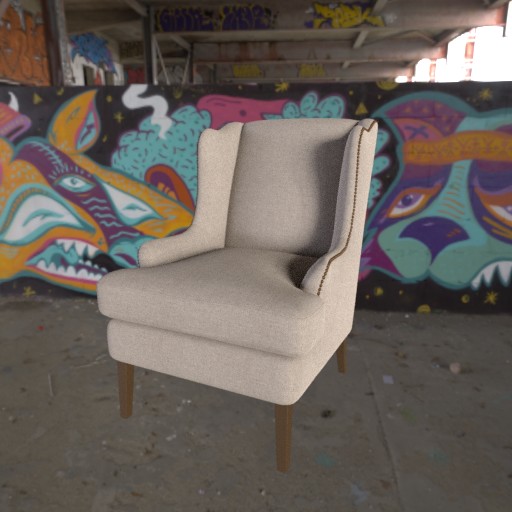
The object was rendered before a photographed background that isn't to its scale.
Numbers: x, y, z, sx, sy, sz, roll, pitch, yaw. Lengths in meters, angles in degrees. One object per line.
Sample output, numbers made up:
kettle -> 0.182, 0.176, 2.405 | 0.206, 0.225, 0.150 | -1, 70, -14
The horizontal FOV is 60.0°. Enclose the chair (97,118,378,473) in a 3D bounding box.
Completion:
chair -> 0.000, 0.000, 1.672 | 0.737, 1.029, 0.940 | 7, 16, 25
